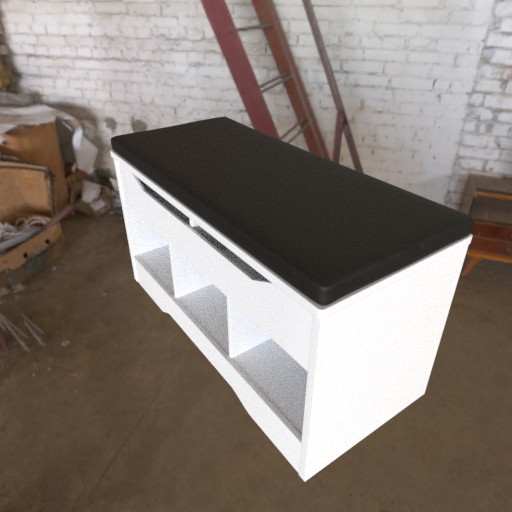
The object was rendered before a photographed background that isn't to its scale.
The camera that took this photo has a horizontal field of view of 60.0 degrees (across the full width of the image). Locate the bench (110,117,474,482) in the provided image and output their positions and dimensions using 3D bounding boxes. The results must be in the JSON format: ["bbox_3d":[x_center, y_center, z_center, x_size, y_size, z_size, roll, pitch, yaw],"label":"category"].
[{"bbox_3d":[0.000,0.000,1.182,0.401,0.500,0.899,-21,38,-29],"label":"bench"}]
